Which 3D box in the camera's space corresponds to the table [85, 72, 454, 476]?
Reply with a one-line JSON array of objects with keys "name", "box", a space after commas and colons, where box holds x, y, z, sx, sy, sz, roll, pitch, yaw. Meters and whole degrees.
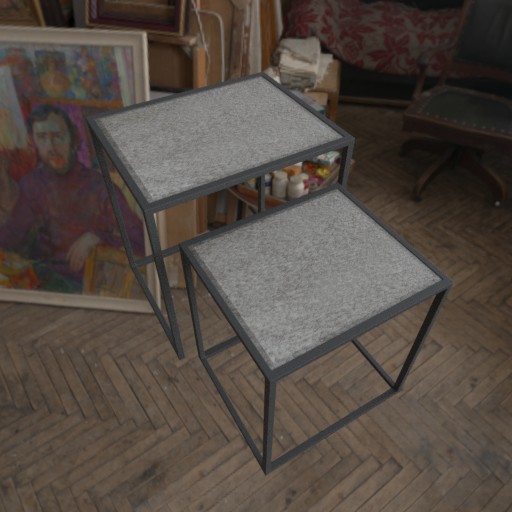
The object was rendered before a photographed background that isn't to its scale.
[{"name": "table", "box": [0.000, 0.000, 1.131, 0.508, 0.540, 0.788, -23, 50, -20]}]
